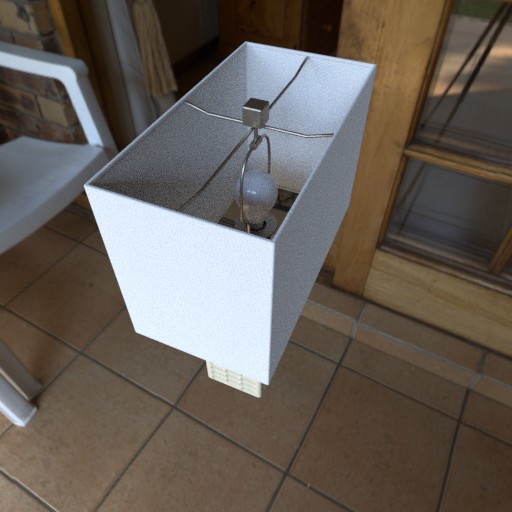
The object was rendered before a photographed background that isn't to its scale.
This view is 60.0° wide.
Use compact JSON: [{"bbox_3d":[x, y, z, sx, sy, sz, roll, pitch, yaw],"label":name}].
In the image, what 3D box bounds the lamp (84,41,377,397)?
[{"bbox_3d":[0.000,0.000,0.699,0.200,0.515,0.380,18,49,16],"label":"lamp"}]
